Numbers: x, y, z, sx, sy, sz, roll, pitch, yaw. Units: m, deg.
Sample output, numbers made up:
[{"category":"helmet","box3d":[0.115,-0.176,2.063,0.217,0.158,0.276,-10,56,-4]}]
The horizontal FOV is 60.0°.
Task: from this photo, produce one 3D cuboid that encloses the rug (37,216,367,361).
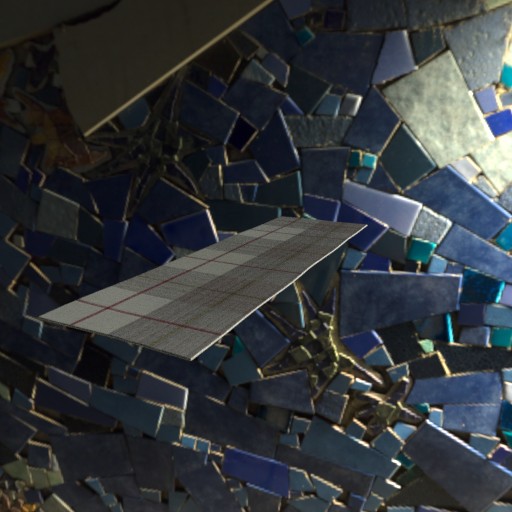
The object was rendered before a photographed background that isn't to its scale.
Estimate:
[{"category":"rug","box3d":[0.000,0.000,2.689,0.762,0.013,2.439,8,18,26]}]
